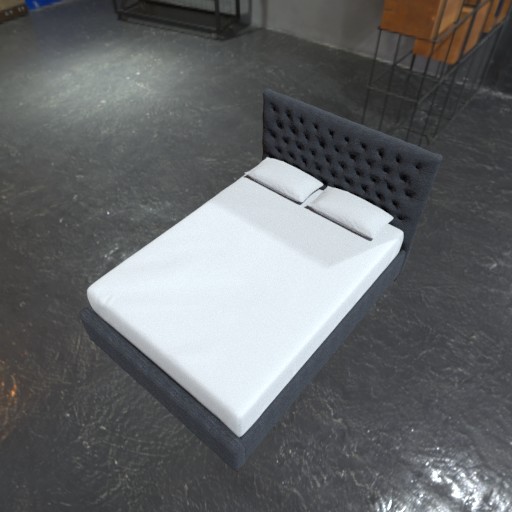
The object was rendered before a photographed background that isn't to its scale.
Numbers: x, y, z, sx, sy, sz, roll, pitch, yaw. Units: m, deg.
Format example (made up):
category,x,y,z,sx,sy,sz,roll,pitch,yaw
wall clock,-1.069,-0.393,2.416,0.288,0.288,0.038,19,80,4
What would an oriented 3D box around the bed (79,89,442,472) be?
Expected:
category,x,y,z,sx,sy,sz,roll,pitch,yaw
bed,0.000,0.000,3.546,1.698,1.427,2.387,31,54,26
